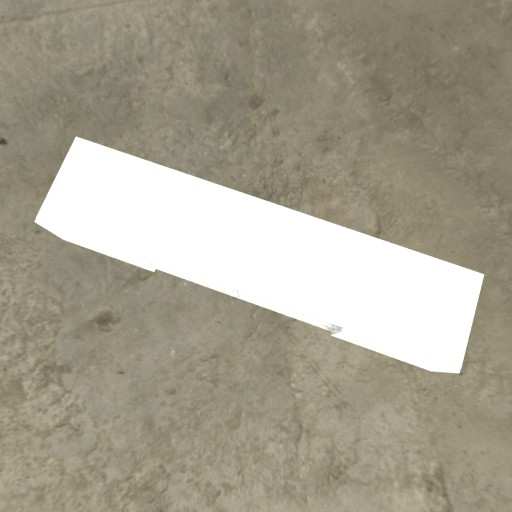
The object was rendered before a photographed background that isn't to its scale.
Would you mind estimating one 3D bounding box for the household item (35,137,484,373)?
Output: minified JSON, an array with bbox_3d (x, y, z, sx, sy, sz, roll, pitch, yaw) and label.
[{"bbox_3d":[0.000,0.000,2.006,1.850,0.310,0.420,19,78,4],"label":"household item"}]
